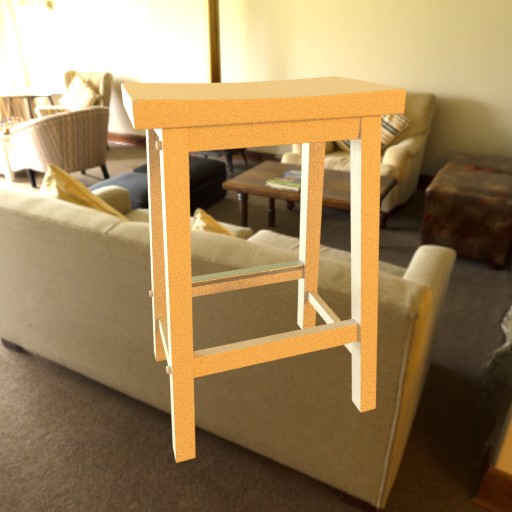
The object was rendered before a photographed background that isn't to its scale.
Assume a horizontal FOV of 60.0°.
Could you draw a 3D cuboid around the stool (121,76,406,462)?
[{"bbox_3d":[0.000,0.000,0.844,0.406,0.610,0.322,-8,28,-16],"label":"stool"}]
